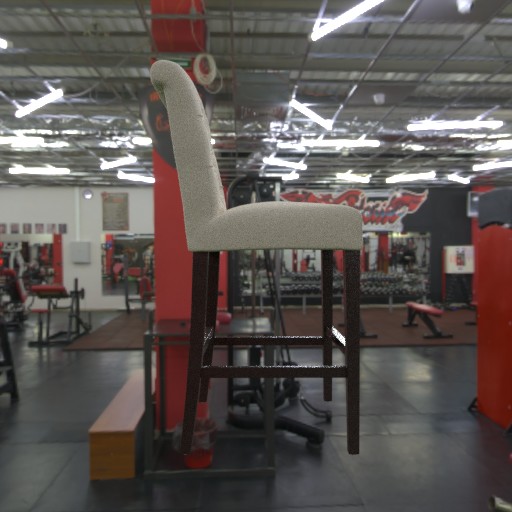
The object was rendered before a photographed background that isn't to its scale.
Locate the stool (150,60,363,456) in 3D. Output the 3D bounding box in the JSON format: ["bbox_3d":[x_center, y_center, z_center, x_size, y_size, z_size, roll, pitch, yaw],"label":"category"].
[{"bbox_3d":[0.000,0.000,1.467,0.610,1.118,0.482,0,1,0],"label":"stool"}]
